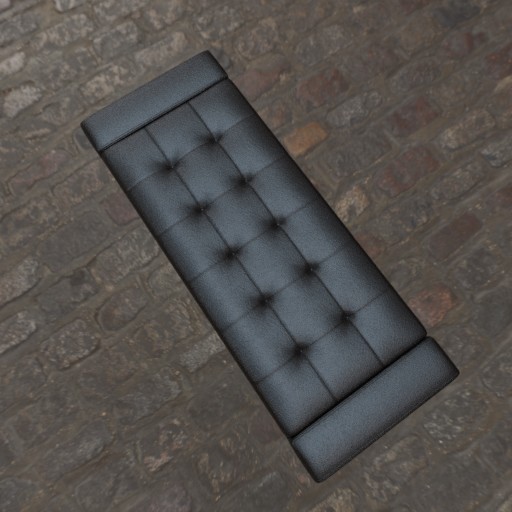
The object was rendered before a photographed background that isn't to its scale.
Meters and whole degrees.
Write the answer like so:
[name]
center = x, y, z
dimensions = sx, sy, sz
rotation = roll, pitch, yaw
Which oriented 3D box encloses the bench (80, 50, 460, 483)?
[bench]
center = 0.000, 0.000, 1.521
dimensions = 0.508, 0.445, 1.296
rotation = -34, 78, -8
